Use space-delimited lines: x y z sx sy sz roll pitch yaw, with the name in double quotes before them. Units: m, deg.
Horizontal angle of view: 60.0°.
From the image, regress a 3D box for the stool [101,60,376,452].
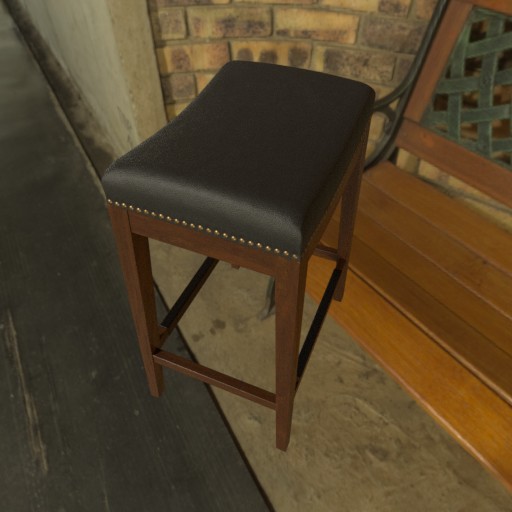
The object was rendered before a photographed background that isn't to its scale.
"stool" 0.000 0.000 0.963 0.353 0.664 0.490 17 48 16
